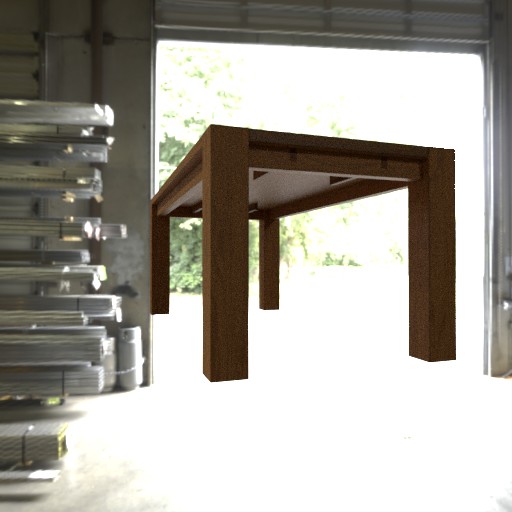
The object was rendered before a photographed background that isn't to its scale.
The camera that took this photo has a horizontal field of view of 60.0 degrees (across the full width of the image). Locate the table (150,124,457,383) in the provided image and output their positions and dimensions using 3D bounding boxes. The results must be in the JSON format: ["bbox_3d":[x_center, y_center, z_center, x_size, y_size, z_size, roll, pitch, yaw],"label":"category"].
[{"bbox_3d":[0.000,0.000,2.293,0.900,0.760,1.800,0,-1,-19],"label":"table"}]
